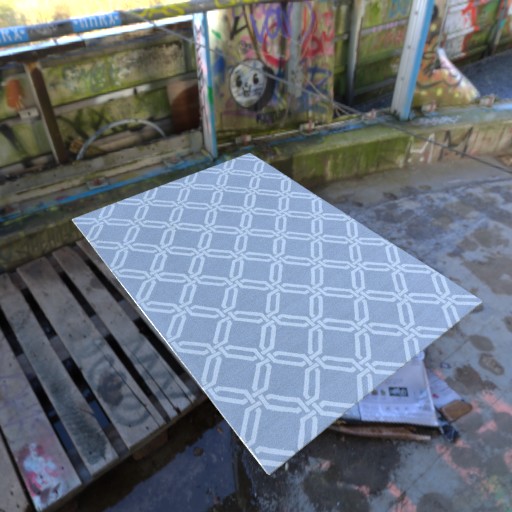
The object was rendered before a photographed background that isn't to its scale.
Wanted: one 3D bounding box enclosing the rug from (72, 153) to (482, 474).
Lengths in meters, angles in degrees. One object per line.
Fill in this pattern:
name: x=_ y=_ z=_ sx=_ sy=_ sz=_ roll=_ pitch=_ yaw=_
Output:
rug: x=0.000 y=0.000 z=2.728 sx=1.522 sy=0.013 sz=2.133 roll=-27 pitch=48 yaw=-27
